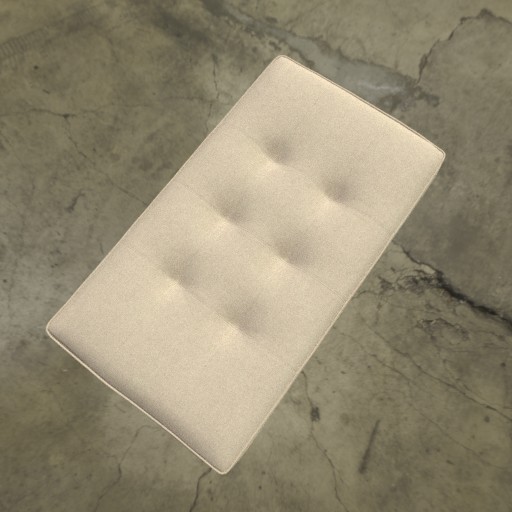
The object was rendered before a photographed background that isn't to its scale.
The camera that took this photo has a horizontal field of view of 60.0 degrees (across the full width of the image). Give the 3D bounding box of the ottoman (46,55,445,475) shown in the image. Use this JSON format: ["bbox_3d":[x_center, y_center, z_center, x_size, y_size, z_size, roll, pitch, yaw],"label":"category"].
[{"bbox_3d":[0.000,0.000,1.477,0.648,0.508,1.143,36,78,9],"label":"ottoman"}]
